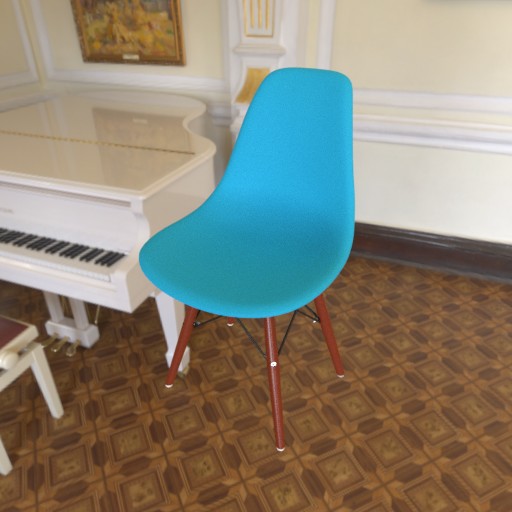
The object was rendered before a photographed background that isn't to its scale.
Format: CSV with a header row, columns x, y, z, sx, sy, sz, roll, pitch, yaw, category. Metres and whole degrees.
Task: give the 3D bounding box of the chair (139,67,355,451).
x,y,z,sx,sy,sz,roll,pitch,yaw,category
0.000,0.000,1.123,0.470,0.826,0.533,18,35,28,chair
